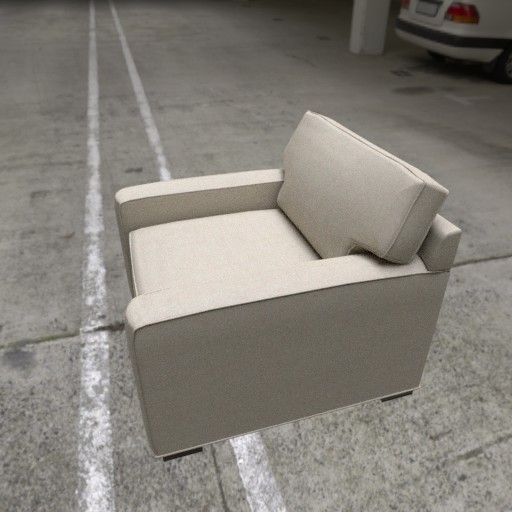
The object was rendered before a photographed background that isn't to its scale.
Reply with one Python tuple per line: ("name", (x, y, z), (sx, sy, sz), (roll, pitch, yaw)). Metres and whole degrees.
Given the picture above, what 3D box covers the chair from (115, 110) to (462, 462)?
("chair", (0.000, 0.000, 1.786), (1.043, 0.913, 0.998), (-9, 33, -15))
